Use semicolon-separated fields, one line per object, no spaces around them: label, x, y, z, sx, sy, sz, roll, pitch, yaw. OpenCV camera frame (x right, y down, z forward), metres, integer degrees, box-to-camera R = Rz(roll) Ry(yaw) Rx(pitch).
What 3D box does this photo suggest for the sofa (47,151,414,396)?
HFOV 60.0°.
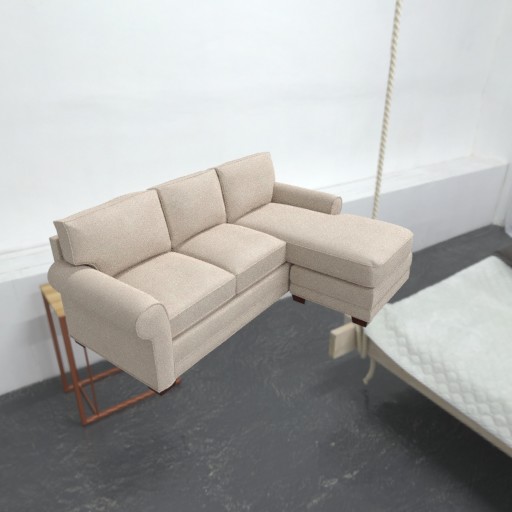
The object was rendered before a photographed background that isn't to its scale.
sofa;0.000;0.000;2.421;1.226;0.734;1.770;18;32;32
